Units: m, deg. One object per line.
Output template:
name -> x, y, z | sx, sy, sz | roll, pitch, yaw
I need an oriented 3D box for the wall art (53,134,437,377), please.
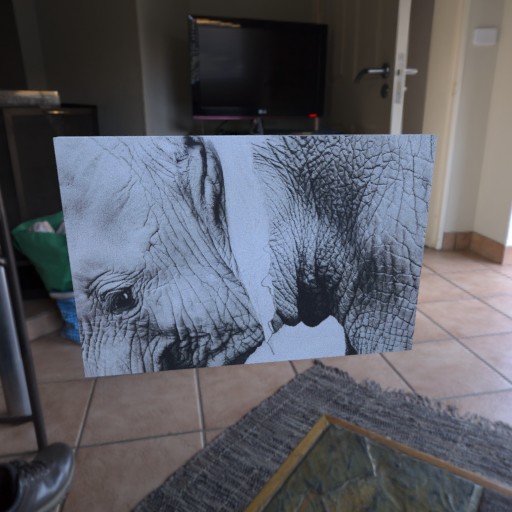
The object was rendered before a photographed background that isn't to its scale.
wall art -> 0.000, 0.000, 0.778 | 0.613, 0.407, 0.035 | -3, 18, -9
